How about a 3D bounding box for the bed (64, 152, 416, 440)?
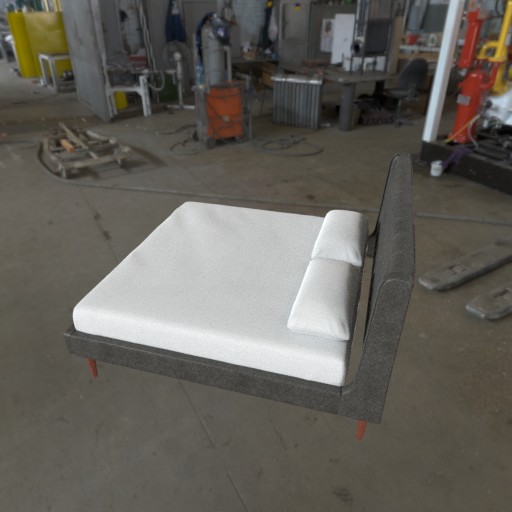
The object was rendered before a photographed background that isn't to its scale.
[{"bbox_3d":[0.000,0.000,3.267,2.031,1.158,1.903,8,32,14],"label":"bed"}]
